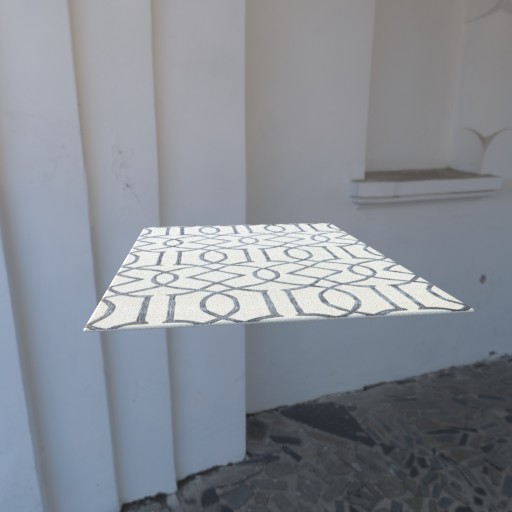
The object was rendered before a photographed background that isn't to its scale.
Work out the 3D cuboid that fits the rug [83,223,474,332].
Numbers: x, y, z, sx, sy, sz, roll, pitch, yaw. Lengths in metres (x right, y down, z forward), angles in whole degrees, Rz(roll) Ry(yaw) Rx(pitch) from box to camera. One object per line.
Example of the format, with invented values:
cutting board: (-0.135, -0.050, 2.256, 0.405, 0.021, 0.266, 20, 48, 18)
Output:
rug: (0.000, 0.000, 3.853, 2.211, 0.021, 2.910, -2, 15, -7)
